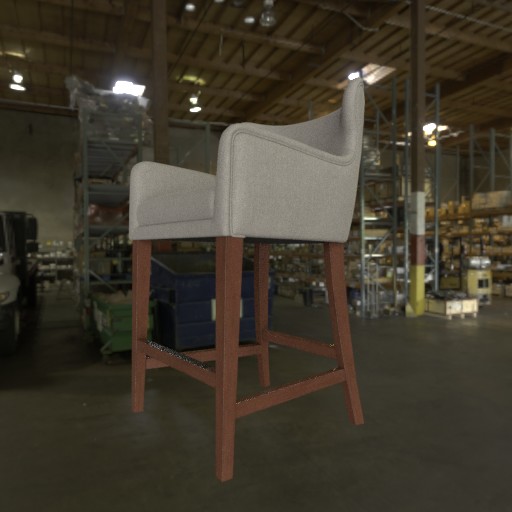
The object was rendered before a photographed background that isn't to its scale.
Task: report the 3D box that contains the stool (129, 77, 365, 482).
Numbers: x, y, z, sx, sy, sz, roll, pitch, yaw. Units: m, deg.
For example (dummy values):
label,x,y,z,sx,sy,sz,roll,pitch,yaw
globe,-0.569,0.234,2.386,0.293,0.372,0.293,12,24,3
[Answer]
label,x,y,z,sx,sy,sz,roll,pitch,yaw
stool,0.000,0.000,1.313,0.575,0.951,0.575,-1,1,-36
